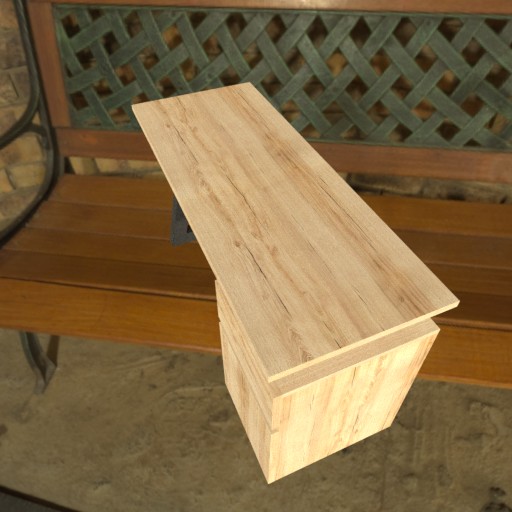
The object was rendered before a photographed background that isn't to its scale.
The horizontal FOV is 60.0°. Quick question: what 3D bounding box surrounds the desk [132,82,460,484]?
[{"bbox_3d":[0.000,0.000,1.800,0.550,0.760,1.400,-17,48,-16],"label":"desk"}]
